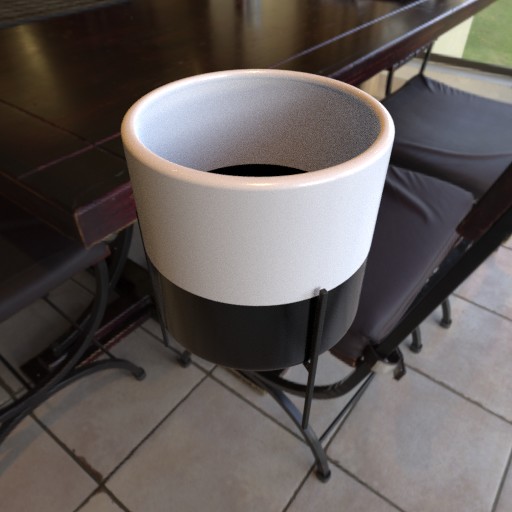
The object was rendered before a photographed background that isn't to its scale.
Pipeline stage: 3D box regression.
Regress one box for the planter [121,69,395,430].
[{"bbox_3d":[0.000,0.000,0.639,0.310,0.432,0.310,12,43,14],"label":"planter"}]
